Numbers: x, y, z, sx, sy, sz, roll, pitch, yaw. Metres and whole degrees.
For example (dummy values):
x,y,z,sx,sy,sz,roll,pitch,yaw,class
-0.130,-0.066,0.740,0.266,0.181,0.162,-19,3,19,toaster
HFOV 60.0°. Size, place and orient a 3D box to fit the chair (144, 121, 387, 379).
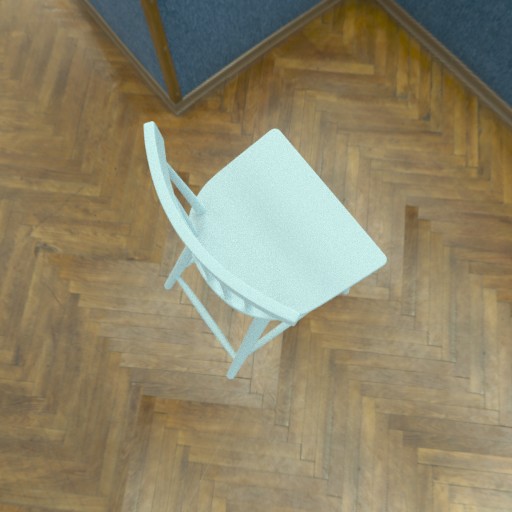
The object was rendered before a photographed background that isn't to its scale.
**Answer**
x,y,z,sx,sy,sz,roll,pitch,yaw,class
0.000,0.000,1.269,0.572,0.952,0.483,-36,78,-9,chair
